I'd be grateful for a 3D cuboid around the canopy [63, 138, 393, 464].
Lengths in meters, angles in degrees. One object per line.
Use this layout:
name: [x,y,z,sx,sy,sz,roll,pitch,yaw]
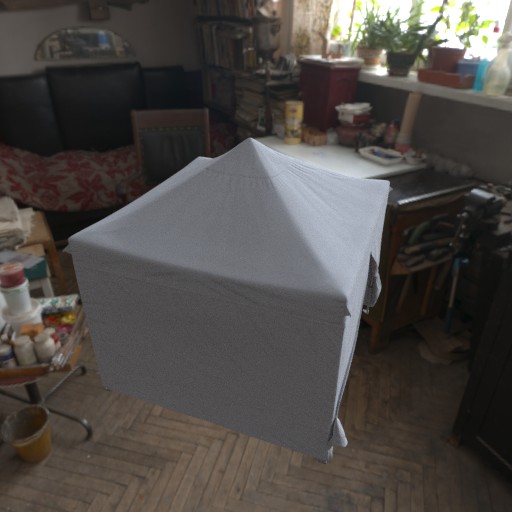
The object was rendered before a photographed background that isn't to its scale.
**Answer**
canopy: [0.000,0.000,5.611,3.121,2.997,3.043,11,32,18]
